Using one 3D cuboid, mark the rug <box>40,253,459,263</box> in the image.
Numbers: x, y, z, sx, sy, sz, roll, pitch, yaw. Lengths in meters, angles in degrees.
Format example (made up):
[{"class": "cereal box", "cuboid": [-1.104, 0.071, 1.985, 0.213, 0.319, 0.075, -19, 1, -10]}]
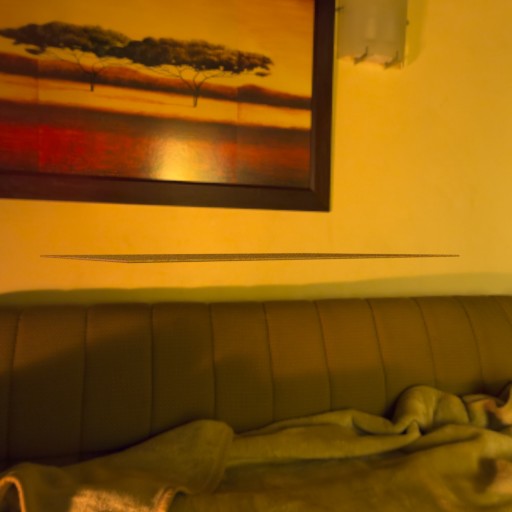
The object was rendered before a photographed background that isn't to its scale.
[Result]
[{"class": "rug", "cuboid": [0.000, 0.000, 2.300, 1.829, 0.010, 1.213, -1, 1, -37]}]
